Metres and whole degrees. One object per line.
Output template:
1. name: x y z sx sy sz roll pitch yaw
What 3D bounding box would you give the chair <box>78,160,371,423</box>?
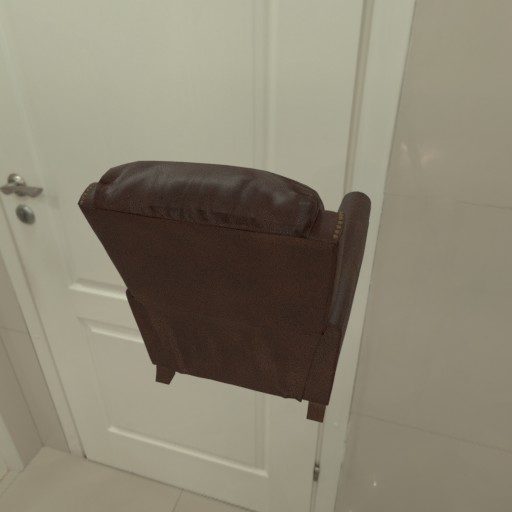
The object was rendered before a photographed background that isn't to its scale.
1. chair: 0.000 0.000 1.790 0.826 1.022 1.089 9 32 15
